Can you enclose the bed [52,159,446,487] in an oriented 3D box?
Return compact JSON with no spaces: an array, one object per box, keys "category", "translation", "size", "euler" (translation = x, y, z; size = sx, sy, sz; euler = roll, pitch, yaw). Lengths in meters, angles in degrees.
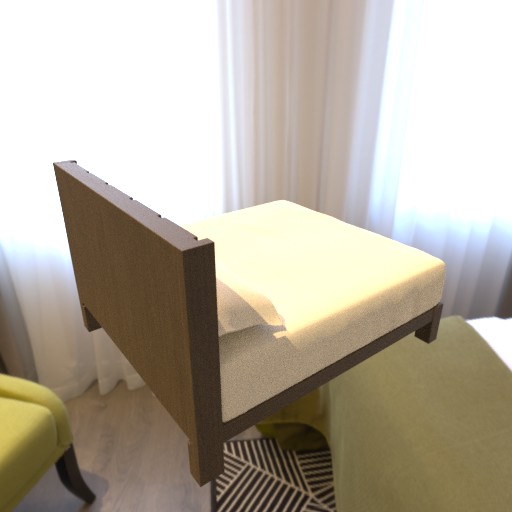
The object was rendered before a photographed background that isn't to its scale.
[{"category":"bed","translation":[0.000,0.000,3.047],"size":[1.992,1.261,1.735],"euler":[-18,31,-33]}]
